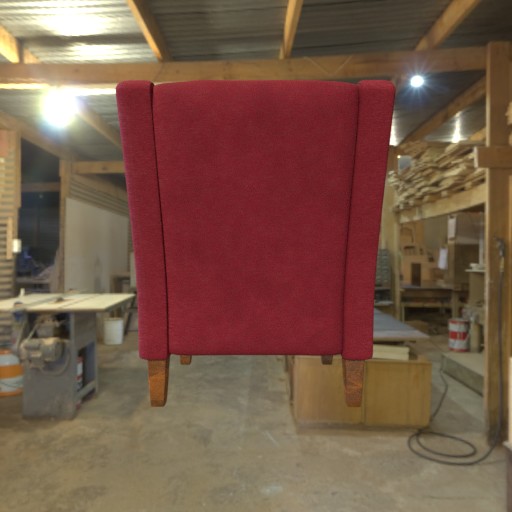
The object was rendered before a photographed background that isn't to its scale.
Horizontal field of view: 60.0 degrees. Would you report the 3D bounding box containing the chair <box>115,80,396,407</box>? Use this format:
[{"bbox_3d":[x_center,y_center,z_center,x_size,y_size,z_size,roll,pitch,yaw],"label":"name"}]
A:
[{"bbox_3d":[0.000,0.000,1.714,0.793,1.017,0.985,0,0,0],"label":"chair"}]
